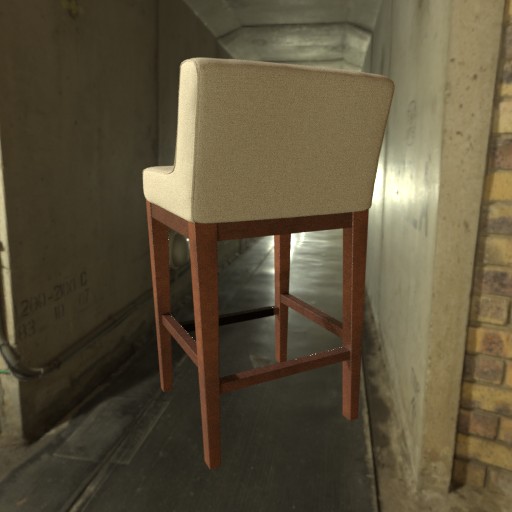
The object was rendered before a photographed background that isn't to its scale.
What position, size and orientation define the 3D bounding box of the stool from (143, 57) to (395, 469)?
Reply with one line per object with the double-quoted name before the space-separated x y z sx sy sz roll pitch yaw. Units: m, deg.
"stool" 0.000 0.000 1.243 0.511 0.937 0.500 -7 15 -27
